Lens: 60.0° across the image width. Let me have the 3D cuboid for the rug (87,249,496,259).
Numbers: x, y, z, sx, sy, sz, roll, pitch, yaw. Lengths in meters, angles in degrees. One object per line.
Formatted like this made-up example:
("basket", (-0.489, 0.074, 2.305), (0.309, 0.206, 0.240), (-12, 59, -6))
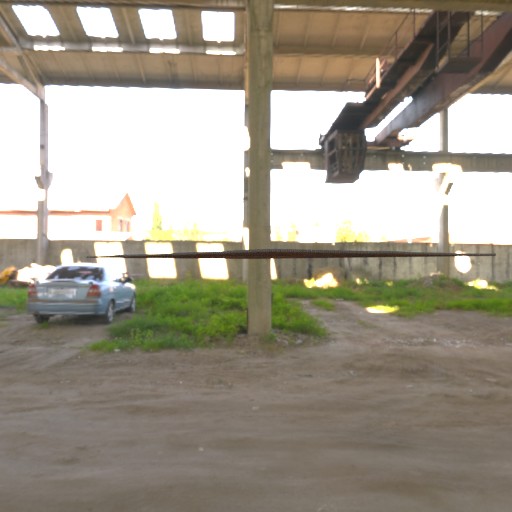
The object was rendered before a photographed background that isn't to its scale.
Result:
("rug", (0.000, 0.000, 2.262), (1.207, 0.012, 1.820), (1, -1, -35))
